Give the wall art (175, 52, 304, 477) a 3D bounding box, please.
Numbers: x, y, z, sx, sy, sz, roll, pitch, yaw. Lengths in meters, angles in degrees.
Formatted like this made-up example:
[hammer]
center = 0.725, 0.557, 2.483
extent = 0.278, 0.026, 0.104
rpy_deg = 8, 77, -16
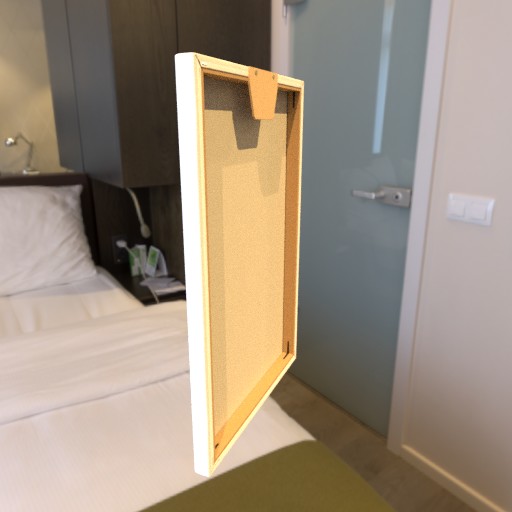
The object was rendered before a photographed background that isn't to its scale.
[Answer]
[wall art]
center = 0.000, 0.000, 1.162
extent = 0.048, 0.902, 0.602
rpy_deg = 7, 18, 23
